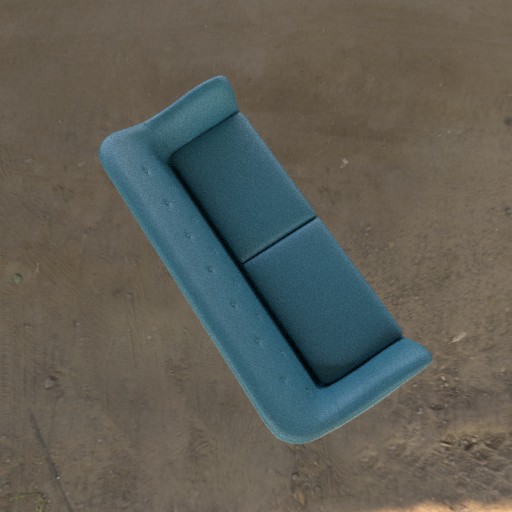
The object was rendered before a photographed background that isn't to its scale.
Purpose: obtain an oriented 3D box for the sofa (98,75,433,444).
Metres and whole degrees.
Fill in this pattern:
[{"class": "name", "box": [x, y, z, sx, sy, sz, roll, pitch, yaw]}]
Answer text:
[{"class": "sofa", "box": [0.000, 0.000, 2.348, 0.820, 0.836, 1.840, -33, 78, -8]}]
